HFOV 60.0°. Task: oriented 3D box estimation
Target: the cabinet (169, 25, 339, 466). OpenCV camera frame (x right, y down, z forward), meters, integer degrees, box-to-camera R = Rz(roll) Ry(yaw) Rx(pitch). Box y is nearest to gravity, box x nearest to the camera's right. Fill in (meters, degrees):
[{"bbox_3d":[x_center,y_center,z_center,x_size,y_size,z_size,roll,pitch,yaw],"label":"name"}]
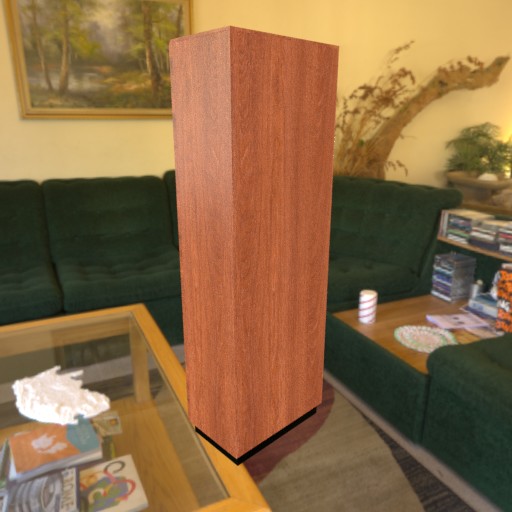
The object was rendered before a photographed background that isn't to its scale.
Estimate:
[{"bbox_3d":[0.000,0.000,2.262,0.660,1.980,0.420,-15,23,-41],"label":"cabinet"}]
